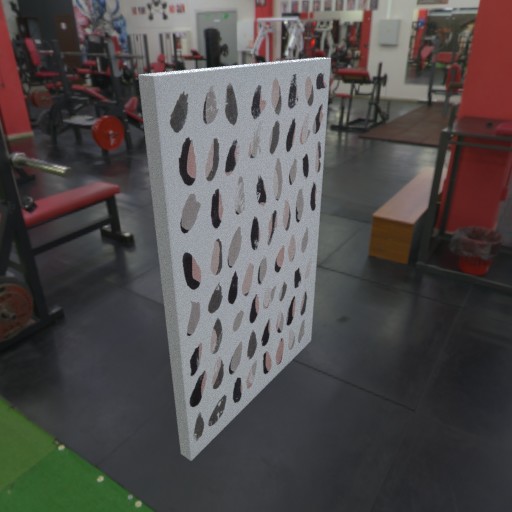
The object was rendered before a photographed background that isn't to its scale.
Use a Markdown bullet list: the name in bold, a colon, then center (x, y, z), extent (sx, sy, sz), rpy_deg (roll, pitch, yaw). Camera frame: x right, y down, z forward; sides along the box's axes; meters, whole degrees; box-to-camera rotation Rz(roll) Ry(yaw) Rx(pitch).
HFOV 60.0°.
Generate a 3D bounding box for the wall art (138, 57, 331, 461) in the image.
- **wall art**: center (0.000, 0.000, 1.151), extent (0.037, 0.916, 0.610), rpy_deg (19, 32, 32)
